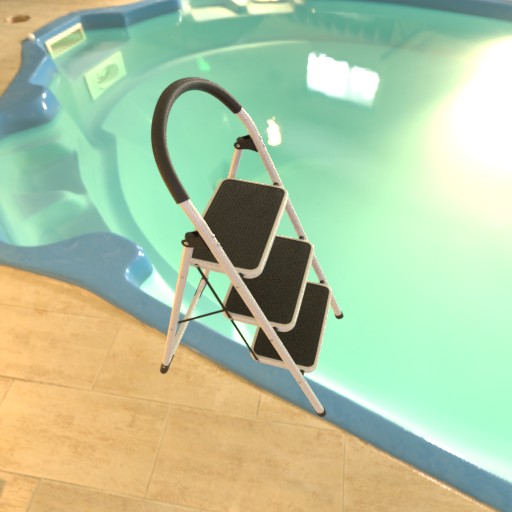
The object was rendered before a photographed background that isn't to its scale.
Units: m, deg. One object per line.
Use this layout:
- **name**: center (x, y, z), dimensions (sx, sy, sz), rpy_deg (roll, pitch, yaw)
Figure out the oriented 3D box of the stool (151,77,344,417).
- **stool**: center (0.000, 0.000, 1.469), dimensions (0.676, 1.109, 0.485), rpy_deg (12, 49, 10)
